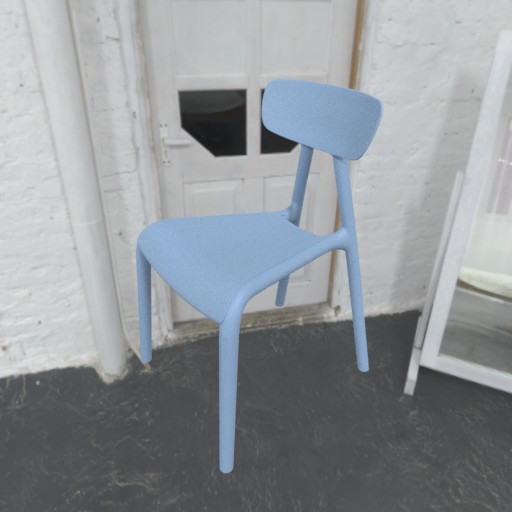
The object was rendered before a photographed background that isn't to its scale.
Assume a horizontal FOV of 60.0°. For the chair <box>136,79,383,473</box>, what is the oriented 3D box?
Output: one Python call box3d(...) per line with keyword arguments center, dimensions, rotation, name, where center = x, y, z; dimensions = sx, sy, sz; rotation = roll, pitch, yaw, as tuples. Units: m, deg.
box3d(center=(0.000, 0.000, 0.847), dimensions=(0.401, 0.580, 0.356), rotation=(-21, 37, -31), name="chair")
